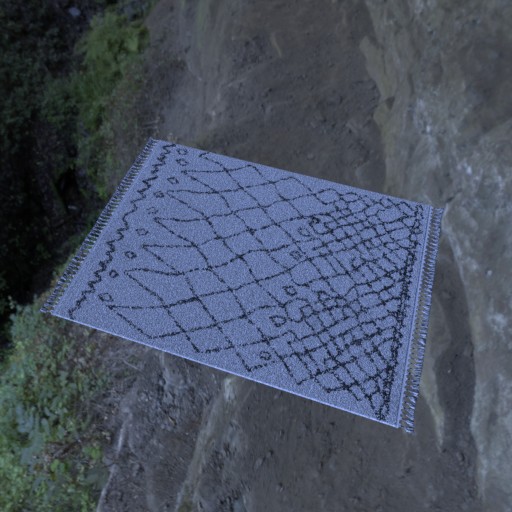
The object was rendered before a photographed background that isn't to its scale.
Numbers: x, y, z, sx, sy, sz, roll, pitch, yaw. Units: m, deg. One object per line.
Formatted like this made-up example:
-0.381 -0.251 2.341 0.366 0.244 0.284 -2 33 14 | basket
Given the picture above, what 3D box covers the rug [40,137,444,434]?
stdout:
0.000 0.000 2.975 2.312 0.017 1.613 16 60 9 | rug
